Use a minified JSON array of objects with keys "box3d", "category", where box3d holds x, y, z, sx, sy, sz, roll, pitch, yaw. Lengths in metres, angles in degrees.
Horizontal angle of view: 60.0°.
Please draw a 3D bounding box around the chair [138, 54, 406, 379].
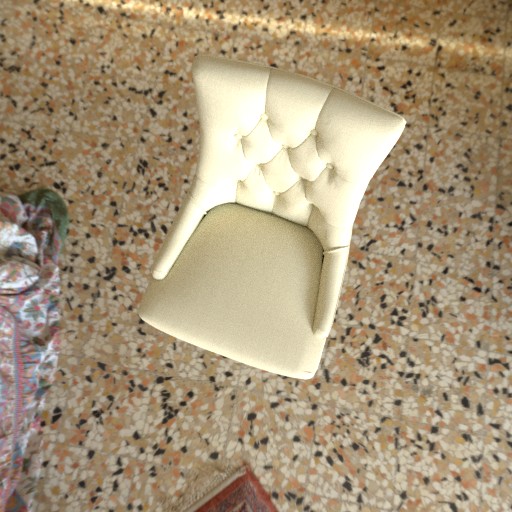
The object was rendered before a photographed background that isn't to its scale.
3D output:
[{"box3d":[0.000,0.000,1.226,0.509,0.874,0.565,19,77,5],"category":"chair"}]
